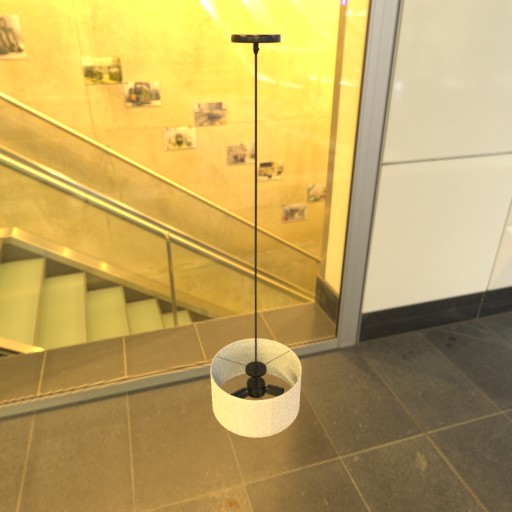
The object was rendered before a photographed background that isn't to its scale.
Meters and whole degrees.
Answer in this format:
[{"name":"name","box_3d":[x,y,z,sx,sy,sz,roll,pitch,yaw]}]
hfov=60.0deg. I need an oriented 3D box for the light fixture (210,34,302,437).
[{"name":"light fixture","box_3d":[0.000,0.000,1.694,0.399,1.516,0.399,0,27,0]}]
